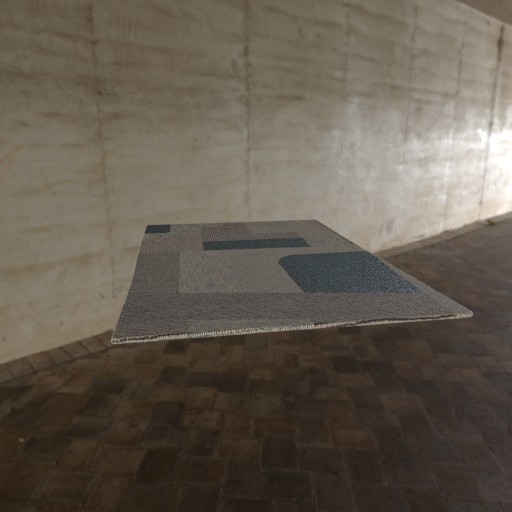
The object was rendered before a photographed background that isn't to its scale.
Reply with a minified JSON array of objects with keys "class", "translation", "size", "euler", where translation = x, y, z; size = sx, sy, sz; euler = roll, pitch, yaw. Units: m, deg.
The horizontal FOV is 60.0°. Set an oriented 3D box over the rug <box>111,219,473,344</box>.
[{"class":"rug","translation":[0.000,0.000,2.337],"size":[1.238,0.020,1.847],"euler":[-3,15,-10]}]
